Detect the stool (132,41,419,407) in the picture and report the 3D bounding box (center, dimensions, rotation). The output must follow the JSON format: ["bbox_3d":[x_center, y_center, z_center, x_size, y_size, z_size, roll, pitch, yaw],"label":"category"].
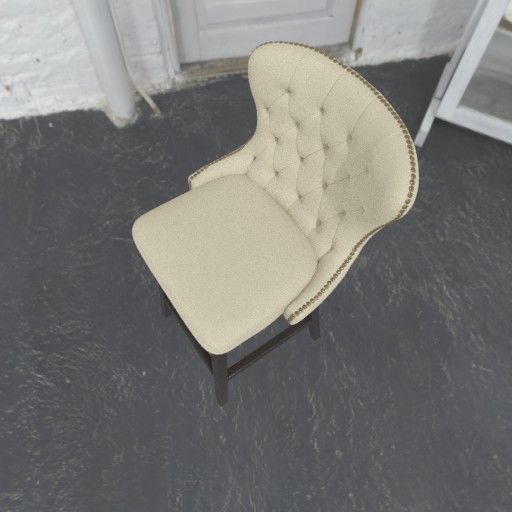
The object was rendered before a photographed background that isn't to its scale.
[{"bbox_3d":[0.000,0.000,1.282,0.593,0.971,0.528,-32,67,-15],"label":"stool"}]
